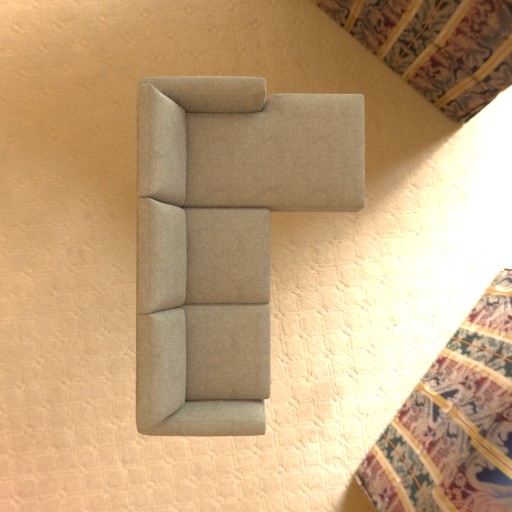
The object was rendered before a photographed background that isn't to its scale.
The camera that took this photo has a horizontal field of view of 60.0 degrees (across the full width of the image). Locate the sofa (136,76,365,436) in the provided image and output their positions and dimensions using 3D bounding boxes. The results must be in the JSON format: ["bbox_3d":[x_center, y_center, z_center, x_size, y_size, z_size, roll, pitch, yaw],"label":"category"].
[{"bbox_3d":[0.000,0.000,3.189,1.626,0.864,2.438,0,89,-1],"label":"sofa"}]
